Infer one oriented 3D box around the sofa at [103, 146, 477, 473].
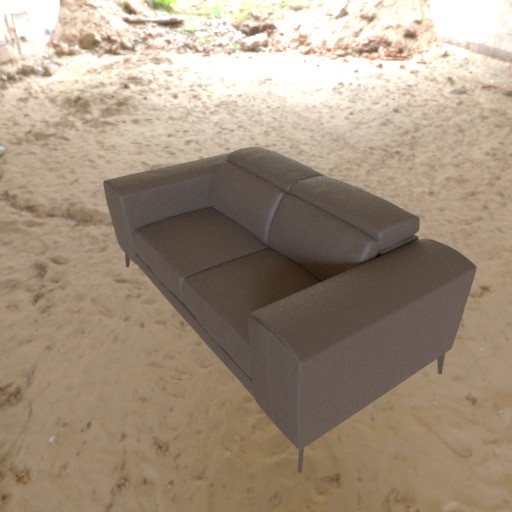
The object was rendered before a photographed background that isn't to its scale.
[{"bbox_3d":[0.000,0.000,2.401,1.003,0.779,1.895,-20,37,-29],"label":"sofa"}]
